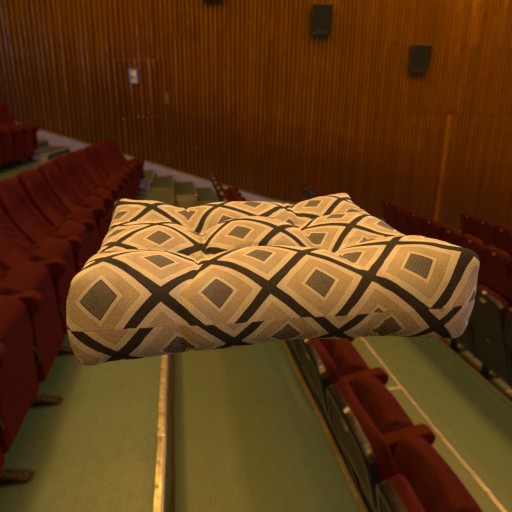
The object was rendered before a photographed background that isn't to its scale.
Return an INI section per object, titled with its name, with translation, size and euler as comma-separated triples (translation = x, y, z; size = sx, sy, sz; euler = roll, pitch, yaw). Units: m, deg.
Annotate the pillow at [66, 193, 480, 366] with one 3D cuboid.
[pillow]
translation = 0.000, 0.000, 0.709
size = 0.490, 0.128, 0.468
euler = -3, 18, -10
